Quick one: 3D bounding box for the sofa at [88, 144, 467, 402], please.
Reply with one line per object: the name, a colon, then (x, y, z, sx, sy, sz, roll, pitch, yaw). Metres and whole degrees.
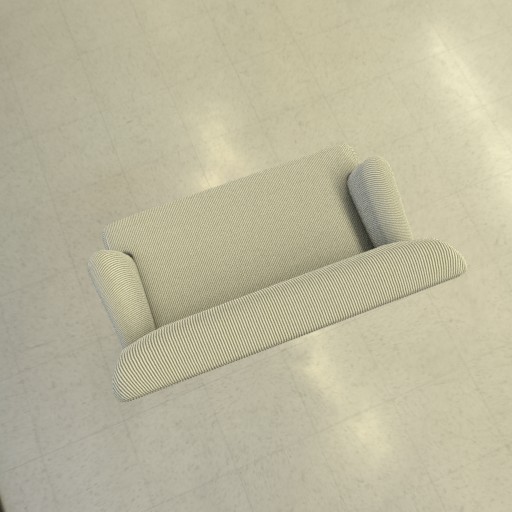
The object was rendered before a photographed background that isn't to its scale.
sofa: (0.000, 0.000, 1.861, 1.297, 0.889, 0.779, -20, 76, -5)
